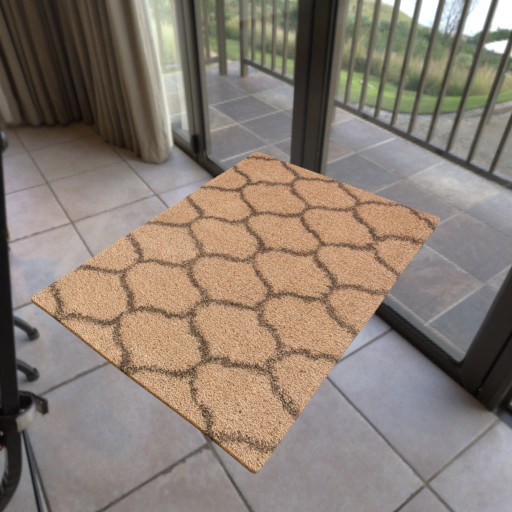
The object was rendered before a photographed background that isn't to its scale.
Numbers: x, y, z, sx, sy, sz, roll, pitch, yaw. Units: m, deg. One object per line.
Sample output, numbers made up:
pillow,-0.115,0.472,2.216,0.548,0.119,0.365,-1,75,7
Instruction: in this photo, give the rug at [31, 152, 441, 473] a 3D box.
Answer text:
rug,0.000,0.000,2.084,1.200,0.025,1.600,26,48,27
